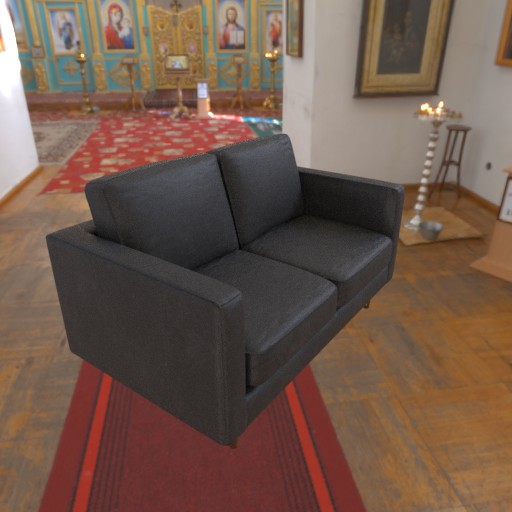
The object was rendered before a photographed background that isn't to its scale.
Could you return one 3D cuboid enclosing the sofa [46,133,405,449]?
[{"bbox_3d":[0.000,0.000,2.009,0.879,0.899,1.430,17,30,32],"label":"sofa"}]
